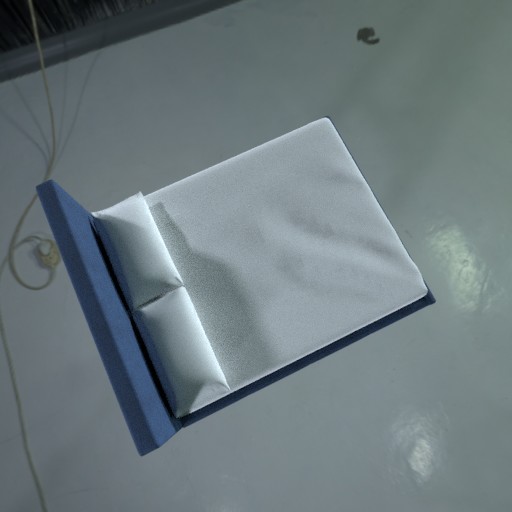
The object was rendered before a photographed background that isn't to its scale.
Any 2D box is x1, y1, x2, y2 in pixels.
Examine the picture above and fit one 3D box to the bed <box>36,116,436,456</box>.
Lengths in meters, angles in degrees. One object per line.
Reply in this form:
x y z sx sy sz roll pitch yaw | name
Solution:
0.000 0.000 3.191 2.172 1.231 1.723 -25 78 -6 | bed
